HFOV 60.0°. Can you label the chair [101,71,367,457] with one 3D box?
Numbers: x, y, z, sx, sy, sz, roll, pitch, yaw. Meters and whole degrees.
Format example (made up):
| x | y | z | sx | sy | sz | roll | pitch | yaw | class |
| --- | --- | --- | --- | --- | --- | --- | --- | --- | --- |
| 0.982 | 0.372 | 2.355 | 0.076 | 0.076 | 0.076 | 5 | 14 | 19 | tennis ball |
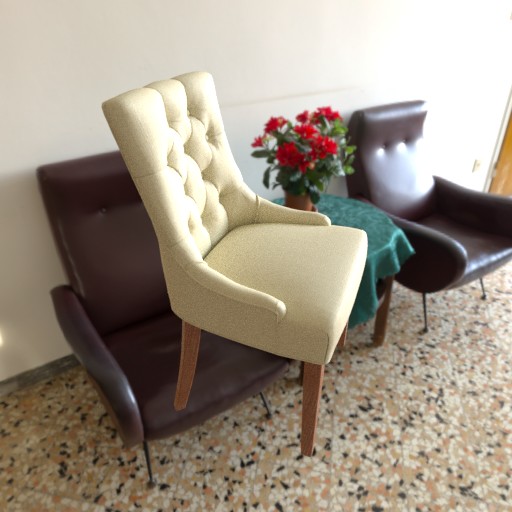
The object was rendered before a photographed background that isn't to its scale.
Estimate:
| x | y | z | sx | sy | sz | roll | pitch | yaw | class |
| --- | --- | --- | --- | --- | --- | --- | --- | --- | --- |
| 0.000 | 0.000 | 1.210 | 0.565 | 0.874 | 0.509 | 11 | 32 | 17 | chair |
